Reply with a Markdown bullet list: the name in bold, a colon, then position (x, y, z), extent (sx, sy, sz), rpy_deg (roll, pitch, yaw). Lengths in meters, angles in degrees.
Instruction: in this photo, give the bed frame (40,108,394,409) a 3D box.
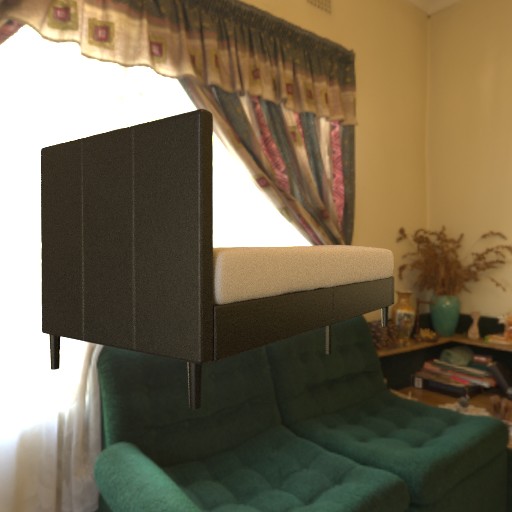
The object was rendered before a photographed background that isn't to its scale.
- **bed frame**: position (0.000, 0.000, 2.520), extent (1.038, 1.046, 2.152), rpy_deg (1, 1, 35)
